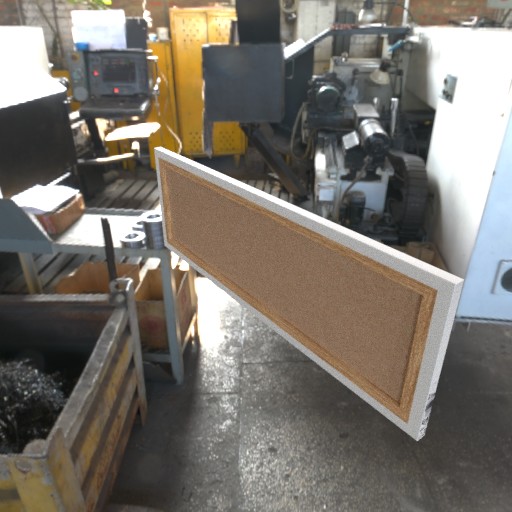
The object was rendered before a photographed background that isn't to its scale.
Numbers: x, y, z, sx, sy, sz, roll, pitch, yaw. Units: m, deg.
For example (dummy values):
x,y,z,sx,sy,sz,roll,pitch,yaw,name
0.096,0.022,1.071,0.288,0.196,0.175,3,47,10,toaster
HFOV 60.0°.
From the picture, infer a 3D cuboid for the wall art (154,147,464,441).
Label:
x,y,z,sx,sy,sz,roll,pitch,yaw,name
0.000,0.000,1.651,0.039,0.507,1.520,-19,33,-32,wall art
